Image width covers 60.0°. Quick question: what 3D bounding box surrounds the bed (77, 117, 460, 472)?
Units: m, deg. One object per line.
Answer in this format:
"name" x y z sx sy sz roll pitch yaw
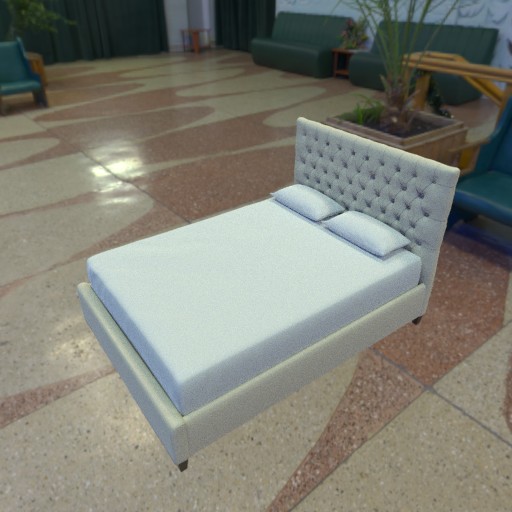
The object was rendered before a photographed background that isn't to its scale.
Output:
"bed" 0.000 0.000 3.452 2.387 1.427 1.698 -21 38 -30
